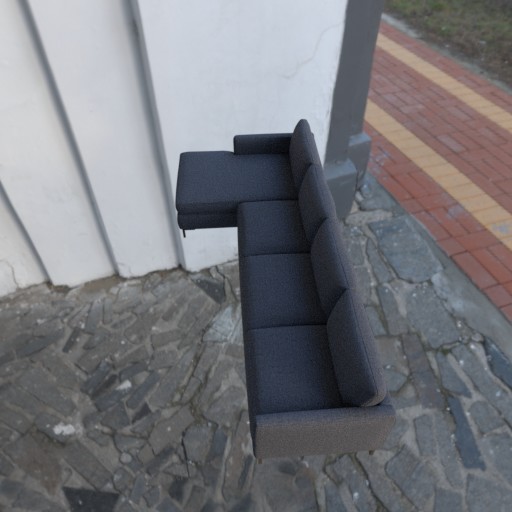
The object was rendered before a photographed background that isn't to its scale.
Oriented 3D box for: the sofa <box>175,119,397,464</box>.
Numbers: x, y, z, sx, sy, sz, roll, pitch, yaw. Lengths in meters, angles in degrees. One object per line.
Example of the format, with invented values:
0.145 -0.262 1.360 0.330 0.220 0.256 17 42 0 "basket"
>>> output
0.000 0.000 2.914 1.125 0.673 2.445 -3 47 -3 "sofa"
